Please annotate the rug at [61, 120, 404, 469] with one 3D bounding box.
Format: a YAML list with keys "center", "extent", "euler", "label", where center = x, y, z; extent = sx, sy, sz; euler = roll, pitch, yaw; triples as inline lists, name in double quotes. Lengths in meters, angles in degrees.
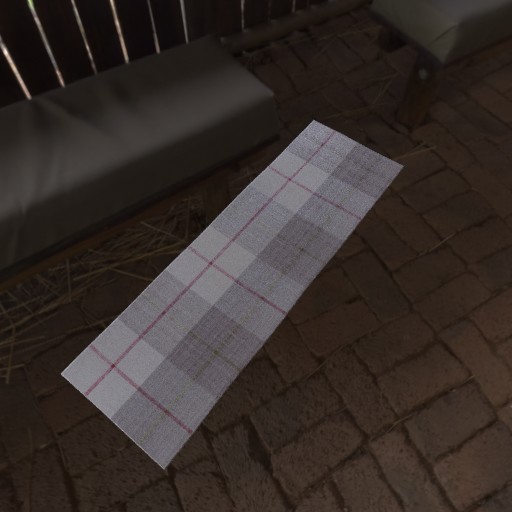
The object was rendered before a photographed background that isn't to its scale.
- center: [0.000, 0.000, 2.750]
  extent: [0.762, 0.013, 2.439]
  euler: [33, 65, 18]
  label: "rug"
